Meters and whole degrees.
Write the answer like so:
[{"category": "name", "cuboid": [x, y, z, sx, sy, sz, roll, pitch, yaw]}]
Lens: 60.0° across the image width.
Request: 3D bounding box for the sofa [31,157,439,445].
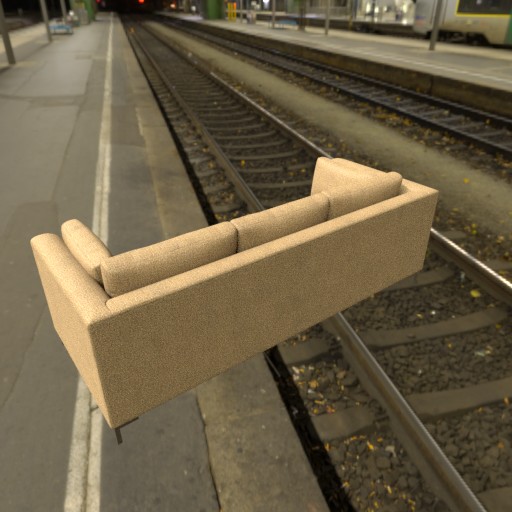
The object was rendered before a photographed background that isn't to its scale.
[{"category": "sofa", "cuboid": [0.000, 0.000, 2.887, 2.415, 0.867, 0.969, -20, 36, -31]}]
